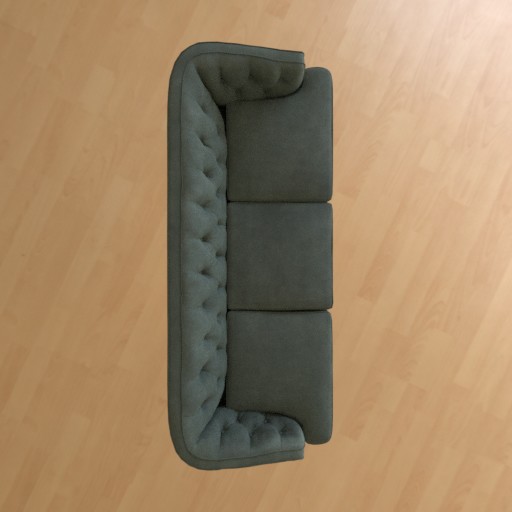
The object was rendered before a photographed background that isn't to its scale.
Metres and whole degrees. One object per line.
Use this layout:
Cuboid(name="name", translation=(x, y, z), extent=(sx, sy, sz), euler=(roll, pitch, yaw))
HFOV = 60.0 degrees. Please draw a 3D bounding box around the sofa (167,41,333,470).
Cuboid(name="sofa", translation=(0.000, 0.000, 2.696), extent=(0.941, 0.855, 2.278), euler=(0, 90, -1))
